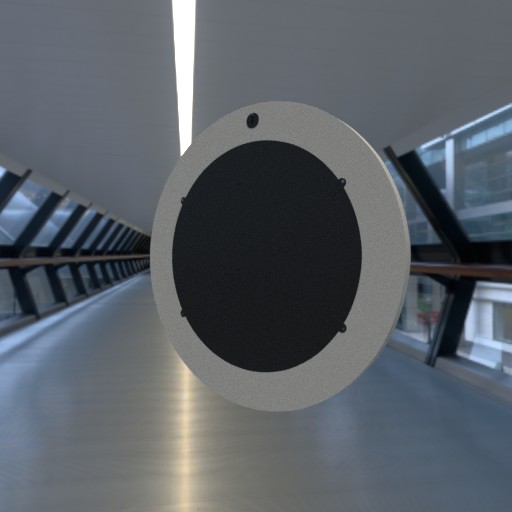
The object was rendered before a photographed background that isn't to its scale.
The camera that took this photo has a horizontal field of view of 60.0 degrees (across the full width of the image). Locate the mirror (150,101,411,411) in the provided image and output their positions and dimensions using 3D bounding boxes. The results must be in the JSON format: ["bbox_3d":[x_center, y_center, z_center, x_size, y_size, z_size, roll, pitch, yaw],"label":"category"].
[{"bbox_3d":[0.000,0.000,1.346,0.914,0.914,0.038,-1,-1,36],"label":"mirror"}]
